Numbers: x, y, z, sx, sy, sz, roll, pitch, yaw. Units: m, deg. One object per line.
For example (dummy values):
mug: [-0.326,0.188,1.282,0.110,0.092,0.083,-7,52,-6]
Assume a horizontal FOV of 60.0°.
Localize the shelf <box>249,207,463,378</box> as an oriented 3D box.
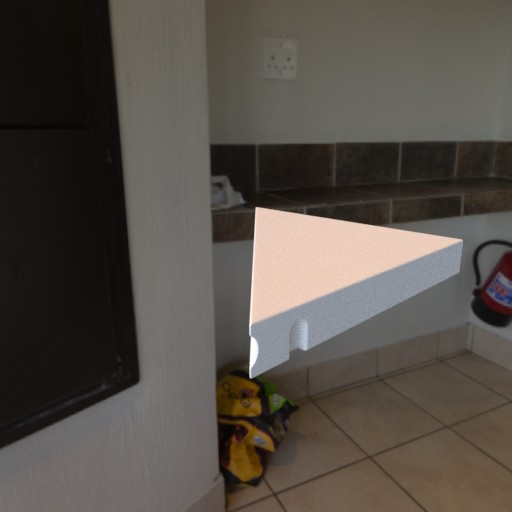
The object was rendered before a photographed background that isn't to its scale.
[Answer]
shelf: [0.000,0.000,0.451,0.296,0.035,0.296,-15,21,-43]
